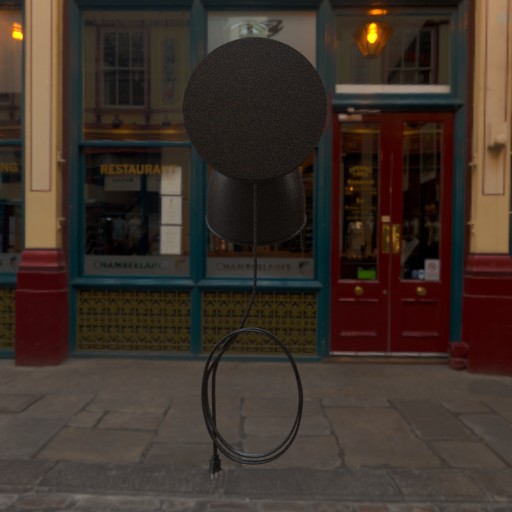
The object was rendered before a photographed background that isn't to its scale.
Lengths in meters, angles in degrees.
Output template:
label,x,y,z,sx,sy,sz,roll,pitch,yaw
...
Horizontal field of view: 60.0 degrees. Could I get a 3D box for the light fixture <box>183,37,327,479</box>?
label,x,y,z,sx,sy,sz,roll,pitch,yaw
light fixture,0.000,0.000,0.489,0.127,0.401,0.203,0,0,0
